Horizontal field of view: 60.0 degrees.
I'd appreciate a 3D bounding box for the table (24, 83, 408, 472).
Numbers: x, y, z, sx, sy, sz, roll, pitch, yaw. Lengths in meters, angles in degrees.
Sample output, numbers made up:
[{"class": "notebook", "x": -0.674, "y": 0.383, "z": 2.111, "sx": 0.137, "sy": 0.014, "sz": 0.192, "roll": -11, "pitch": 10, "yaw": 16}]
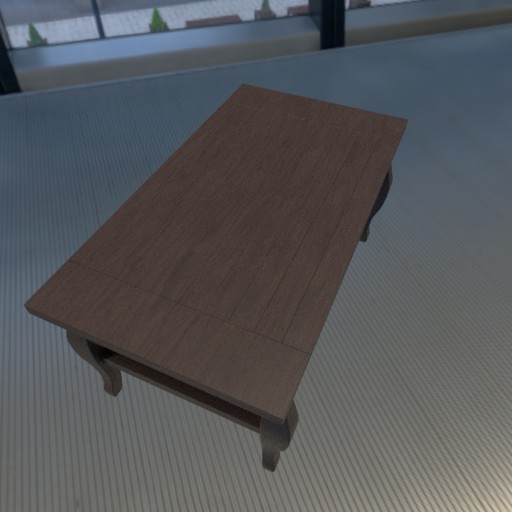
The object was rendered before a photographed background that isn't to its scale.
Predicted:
[{"class": "table", "x": 0.000, "y": 0.000, "z": 1.351, "sx": 0.600, "sy": 0.494, "sz": 1.062, "roll": 19, "pitch": 50, "yaw": 16}]
